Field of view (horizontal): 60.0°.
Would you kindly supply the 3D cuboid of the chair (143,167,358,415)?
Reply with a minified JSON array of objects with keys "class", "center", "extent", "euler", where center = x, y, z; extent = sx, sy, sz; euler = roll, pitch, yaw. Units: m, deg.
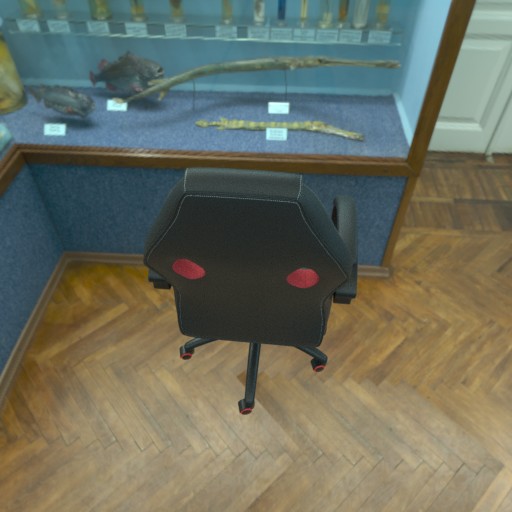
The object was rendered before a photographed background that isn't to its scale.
[{"class":"chair","center":[0.000,0.000,1.598],"extent":[0.673,1.187,0.724],"euler":[4,47,4]}]
